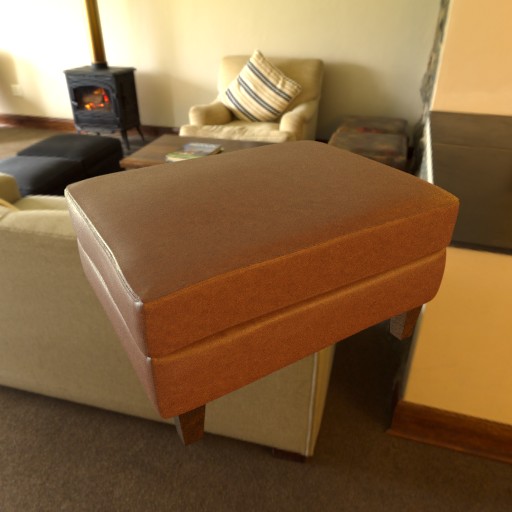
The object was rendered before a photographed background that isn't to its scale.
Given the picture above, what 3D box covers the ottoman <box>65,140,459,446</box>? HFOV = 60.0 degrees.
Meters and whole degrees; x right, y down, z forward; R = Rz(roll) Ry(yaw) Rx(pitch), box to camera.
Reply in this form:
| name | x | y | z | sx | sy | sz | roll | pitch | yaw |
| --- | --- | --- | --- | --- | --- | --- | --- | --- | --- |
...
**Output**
| name | x | y | z | sx | sy | sz | roll | pitch | yaw |
| --- | --- | --- | --- | --- | --- | --- | --- | --- | --- |
| ottoman | 0.000 | 0.000 | 1.237 | 0.851 | 0.485 | 0.650 | -17 | 34 | -27 |
